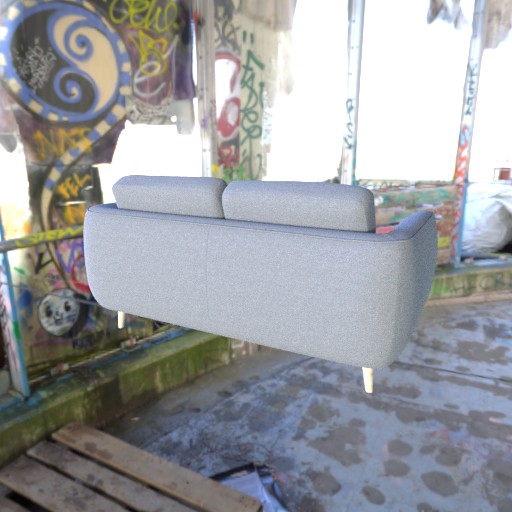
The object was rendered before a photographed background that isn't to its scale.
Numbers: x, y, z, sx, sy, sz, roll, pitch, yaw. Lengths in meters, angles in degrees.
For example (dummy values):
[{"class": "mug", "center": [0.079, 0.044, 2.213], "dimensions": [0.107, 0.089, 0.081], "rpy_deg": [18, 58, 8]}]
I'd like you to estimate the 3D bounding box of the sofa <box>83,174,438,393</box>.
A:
[{"class": "sofa", "center": [0.000, 0.000, 2.324], "dimensions": [1.700, 0.850, 0.920], "rpy_deg": [8, 17, 27]}]
